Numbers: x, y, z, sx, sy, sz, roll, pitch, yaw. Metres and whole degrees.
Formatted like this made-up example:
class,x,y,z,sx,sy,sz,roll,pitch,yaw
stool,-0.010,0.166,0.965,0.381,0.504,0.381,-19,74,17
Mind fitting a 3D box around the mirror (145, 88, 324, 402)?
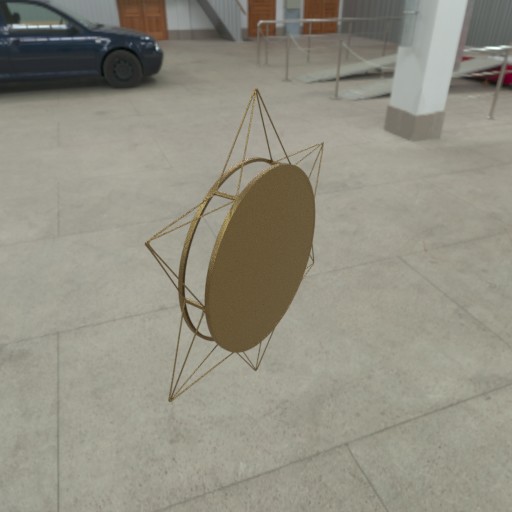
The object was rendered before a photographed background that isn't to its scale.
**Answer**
class,x,y,z,sx,sy,sz,roll,pitch,yaw
mirror,0.000,0.000,0.805,0.062,0.581,0.498,19,36,28
